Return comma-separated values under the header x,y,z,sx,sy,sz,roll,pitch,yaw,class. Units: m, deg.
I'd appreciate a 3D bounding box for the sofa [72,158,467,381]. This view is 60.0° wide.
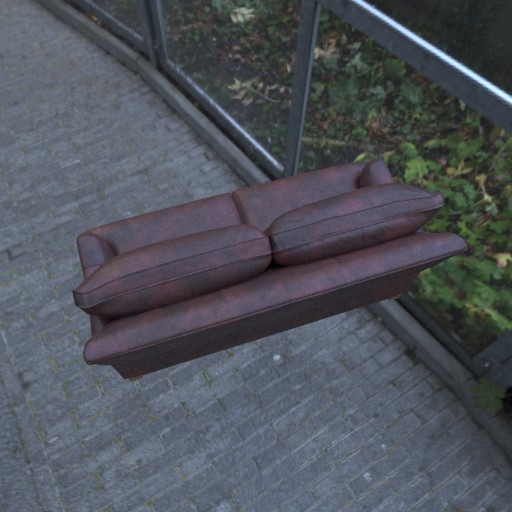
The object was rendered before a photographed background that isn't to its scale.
x,y,z,sx,sy,sz,roll,pitch,yaw,class
0.000,0.000,2.859,2.144,1.071,1.147,-16,60,-9,sofa
